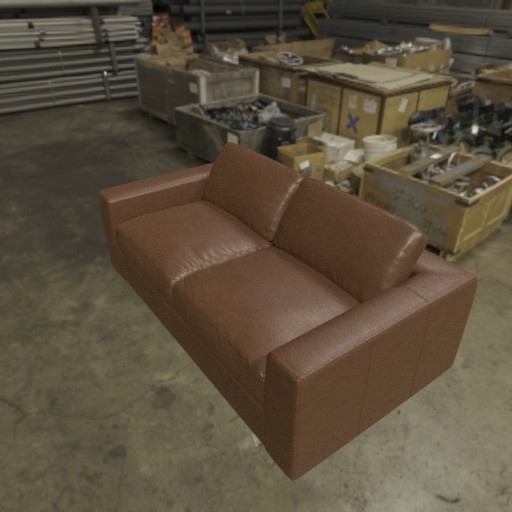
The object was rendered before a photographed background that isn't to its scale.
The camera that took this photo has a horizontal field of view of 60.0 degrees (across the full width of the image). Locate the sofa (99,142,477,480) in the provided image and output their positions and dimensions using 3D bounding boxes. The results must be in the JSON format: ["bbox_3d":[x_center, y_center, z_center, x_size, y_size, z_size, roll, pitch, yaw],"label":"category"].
[{"bbox_3d":[0.000,0.000,2.417,1.070,0.800,1.920,-21,37,-30],"label":"sofa"}]
